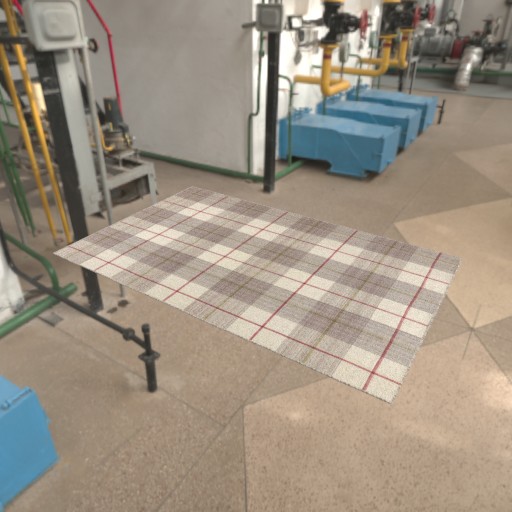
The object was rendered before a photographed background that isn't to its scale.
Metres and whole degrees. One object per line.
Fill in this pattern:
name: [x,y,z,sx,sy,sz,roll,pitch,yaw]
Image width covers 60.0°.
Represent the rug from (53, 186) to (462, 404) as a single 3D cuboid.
rug: [0.000,0.000,3.123,2.464,0.010,1.549,18,35,28]
